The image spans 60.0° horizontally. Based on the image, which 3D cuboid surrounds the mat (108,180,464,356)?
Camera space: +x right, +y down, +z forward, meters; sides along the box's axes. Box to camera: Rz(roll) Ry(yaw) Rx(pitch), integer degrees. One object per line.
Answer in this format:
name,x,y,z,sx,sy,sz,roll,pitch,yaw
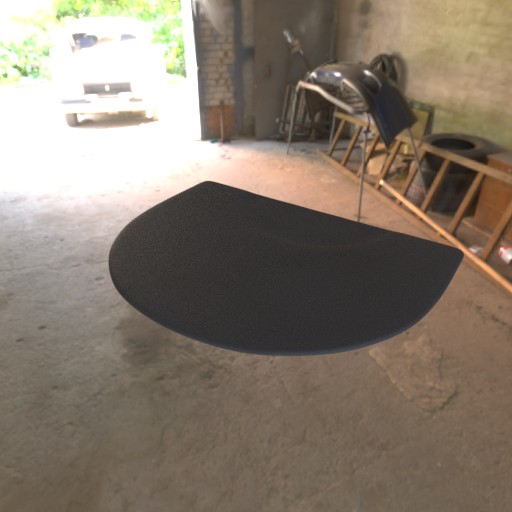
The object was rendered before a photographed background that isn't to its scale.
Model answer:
mat,0.000,0.000,1.571,1.220,0.016,0.917,20,36,29
